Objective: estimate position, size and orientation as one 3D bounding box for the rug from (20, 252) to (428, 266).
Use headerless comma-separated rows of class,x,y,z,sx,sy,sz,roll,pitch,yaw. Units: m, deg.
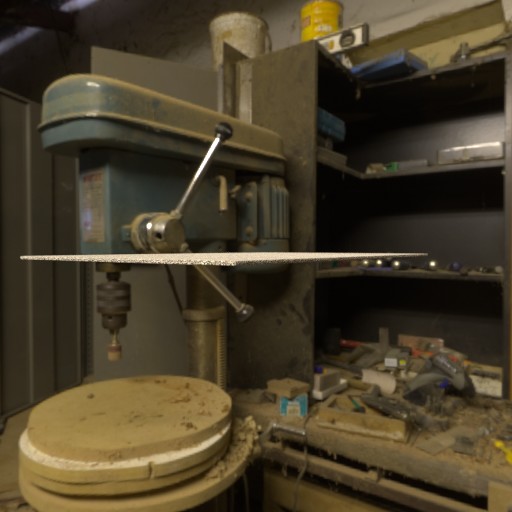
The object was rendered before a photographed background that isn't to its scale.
rug,0.000,0.000,2.889,1.532,0.018,2.297,1,1,37
